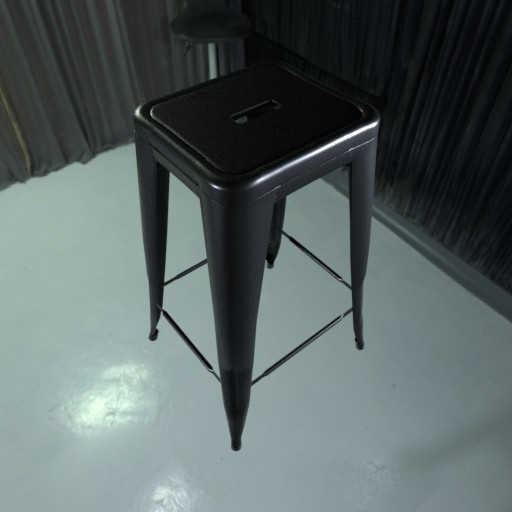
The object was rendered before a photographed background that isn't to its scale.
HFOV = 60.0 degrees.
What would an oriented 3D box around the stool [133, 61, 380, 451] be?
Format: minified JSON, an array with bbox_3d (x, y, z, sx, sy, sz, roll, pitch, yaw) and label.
[{"bbox_3d":[0.000,0.000,0.856,0.399,0.609,0.359,-31,54,-26],"label":"stool"}]
